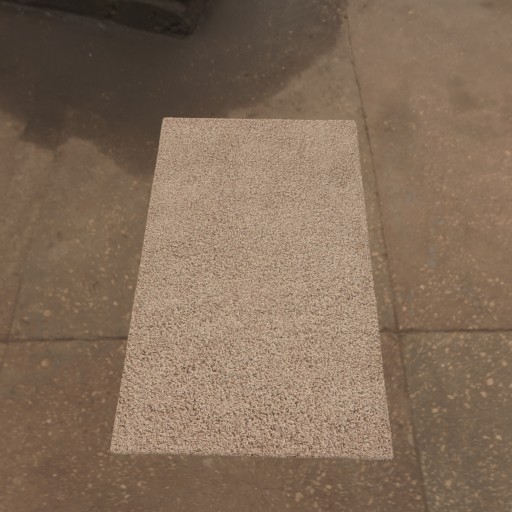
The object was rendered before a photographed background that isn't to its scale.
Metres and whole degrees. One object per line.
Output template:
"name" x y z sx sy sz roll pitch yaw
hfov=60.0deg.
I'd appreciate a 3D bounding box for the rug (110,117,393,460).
"rug" 0.000 0.000 2.943 1.524 0.030 2.438 1 62 1
